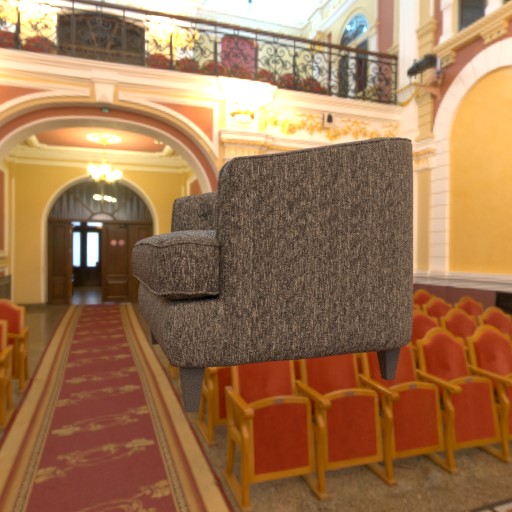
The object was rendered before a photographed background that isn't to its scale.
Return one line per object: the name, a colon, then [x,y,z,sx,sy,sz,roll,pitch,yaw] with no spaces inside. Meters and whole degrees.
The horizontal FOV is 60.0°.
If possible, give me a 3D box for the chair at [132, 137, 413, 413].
chair: [0.000,0.000,1.803,0.941,0.852,1.104,0,1,-19]
